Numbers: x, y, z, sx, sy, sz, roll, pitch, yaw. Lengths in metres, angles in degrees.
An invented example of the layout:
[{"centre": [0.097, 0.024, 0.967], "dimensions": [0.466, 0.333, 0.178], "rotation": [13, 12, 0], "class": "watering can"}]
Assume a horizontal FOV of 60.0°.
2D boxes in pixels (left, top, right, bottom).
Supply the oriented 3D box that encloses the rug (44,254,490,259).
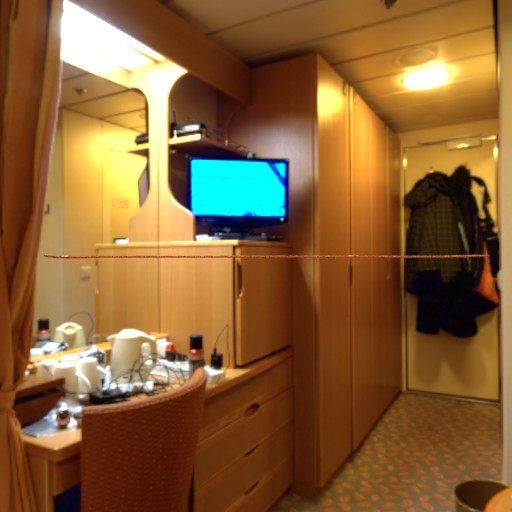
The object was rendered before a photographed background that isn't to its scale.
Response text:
[{"centre": [0.000, 0.000, 2.865], "dimensions": [2.286, 0.026, 1.521], "rotation": [0, 0, -17], "class": "rug"}]
